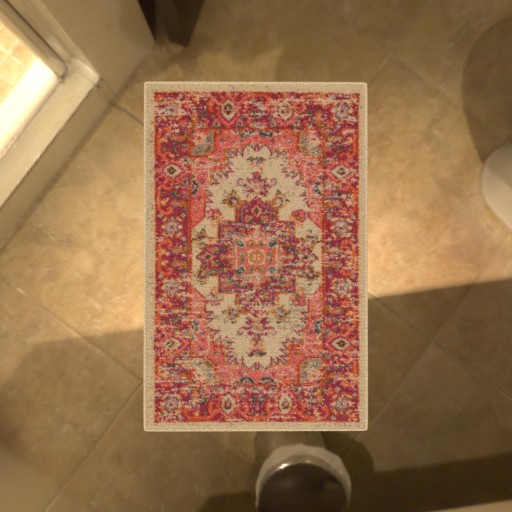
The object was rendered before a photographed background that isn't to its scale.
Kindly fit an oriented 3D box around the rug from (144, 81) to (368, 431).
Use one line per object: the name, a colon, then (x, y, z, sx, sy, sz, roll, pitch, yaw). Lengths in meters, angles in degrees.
rug: (0.000, 0.000, 1.101, 0.556, 0.004, 0.868, 0, 90, 0)
